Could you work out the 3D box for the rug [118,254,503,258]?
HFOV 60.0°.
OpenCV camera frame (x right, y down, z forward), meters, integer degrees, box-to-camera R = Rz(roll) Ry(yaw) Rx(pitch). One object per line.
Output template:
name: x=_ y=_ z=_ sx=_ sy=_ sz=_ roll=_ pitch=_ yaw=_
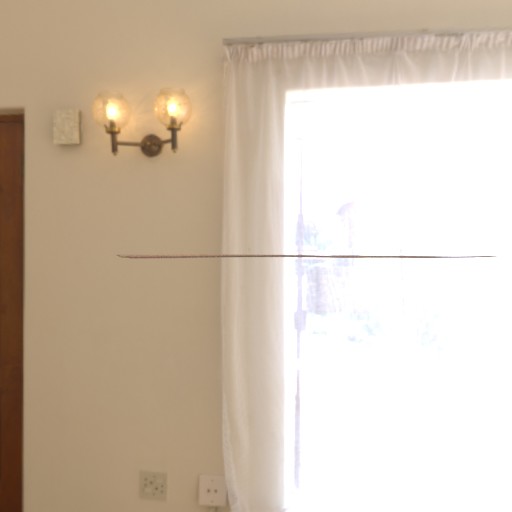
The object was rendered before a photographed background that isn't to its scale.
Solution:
rug: x=0.000 y=0.000 z=3.854 sx=2.263 sy=0.022 sz=3.029 roll=0 pitch=0 yaw=-19
